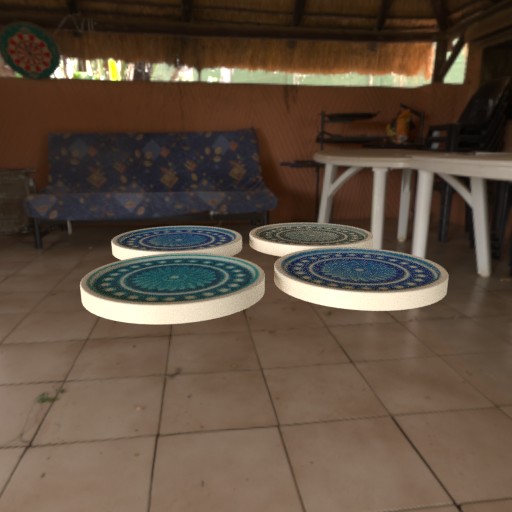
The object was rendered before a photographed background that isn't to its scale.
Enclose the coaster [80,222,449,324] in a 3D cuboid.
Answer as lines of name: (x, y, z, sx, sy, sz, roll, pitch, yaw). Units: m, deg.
coaster: (0.000, 0.000, 0.332, 0.224, 0.010, 0.220, -2, 14, -9)
